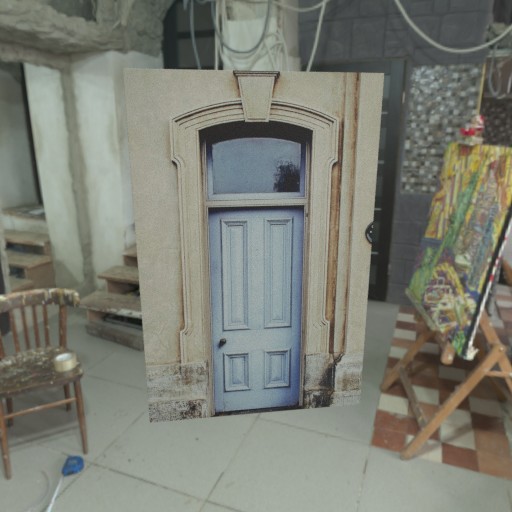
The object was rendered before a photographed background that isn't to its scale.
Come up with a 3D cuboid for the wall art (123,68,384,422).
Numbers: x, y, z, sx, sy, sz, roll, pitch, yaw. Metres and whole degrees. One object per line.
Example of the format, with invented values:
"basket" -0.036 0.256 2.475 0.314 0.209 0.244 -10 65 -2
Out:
"wall art" 0.000 0.000 0.497 0.254 0.381 0.038 -2 16 -8
